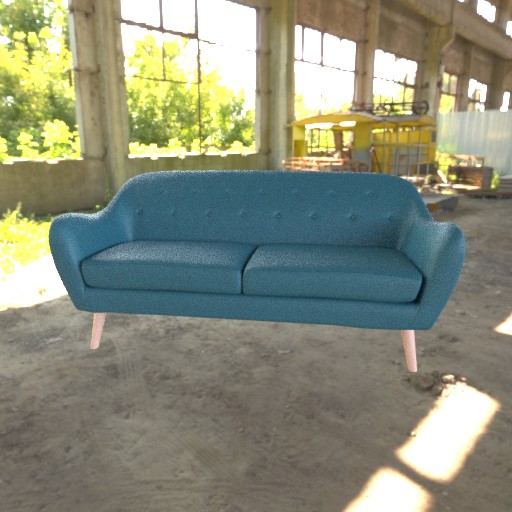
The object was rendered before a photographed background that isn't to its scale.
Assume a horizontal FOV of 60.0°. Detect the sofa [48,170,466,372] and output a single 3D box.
[{"bbox_3d":[0.000,0.000,2.299,1.840,0.836,0.820,2,14,8],"label":"sofa"}]
